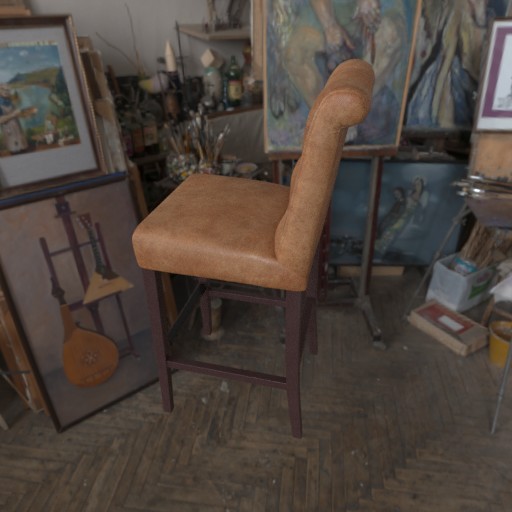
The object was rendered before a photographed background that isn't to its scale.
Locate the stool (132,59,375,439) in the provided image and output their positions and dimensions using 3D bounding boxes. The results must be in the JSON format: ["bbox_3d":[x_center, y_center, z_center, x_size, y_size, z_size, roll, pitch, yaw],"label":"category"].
[{"bbox_3d":[0.000,0.000,1.433,0.601,1.140,0.493,7,32,12],"label":"stool"}]
